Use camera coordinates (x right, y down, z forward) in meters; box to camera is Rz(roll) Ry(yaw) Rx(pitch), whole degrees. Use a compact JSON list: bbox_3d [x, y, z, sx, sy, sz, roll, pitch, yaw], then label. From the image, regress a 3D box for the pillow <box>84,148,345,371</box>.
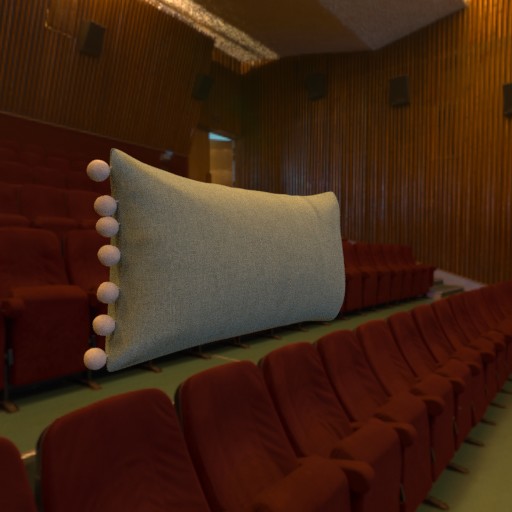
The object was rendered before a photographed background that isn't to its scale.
[{"bbox_3d":[0.000,0.000,0.856,0.201,0.322,0.709,0,0,37],"label":"pillow"}]
